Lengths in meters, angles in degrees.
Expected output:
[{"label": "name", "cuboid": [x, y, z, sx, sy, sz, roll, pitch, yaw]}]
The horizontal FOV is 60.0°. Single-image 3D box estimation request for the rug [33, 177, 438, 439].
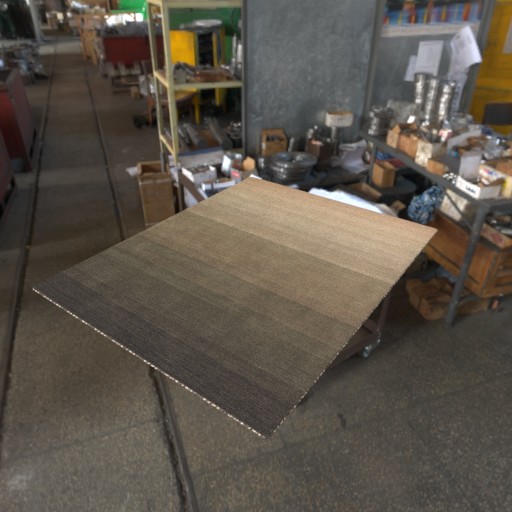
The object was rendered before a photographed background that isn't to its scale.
[{"label": "rug", "cuboid": [0.000, 0.000, 3.929, 2.306, 0.017, 2.902, 21, 38, 30]}]
